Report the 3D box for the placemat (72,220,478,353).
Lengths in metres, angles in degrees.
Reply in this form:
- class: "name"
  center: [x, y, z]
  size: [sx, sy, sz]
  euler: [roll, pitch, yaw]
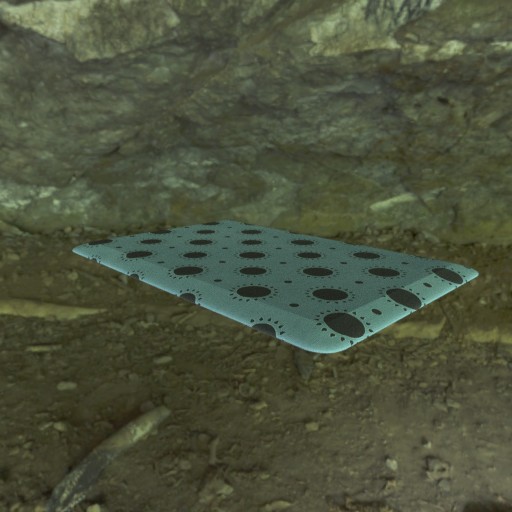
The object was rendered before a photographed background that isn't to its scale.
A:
- class: "placemat"
  center: [0.000, 0.000, 0.957]
  size: [0.508, 0.021, 0.762]
  euler: [-14, 20, -43]
